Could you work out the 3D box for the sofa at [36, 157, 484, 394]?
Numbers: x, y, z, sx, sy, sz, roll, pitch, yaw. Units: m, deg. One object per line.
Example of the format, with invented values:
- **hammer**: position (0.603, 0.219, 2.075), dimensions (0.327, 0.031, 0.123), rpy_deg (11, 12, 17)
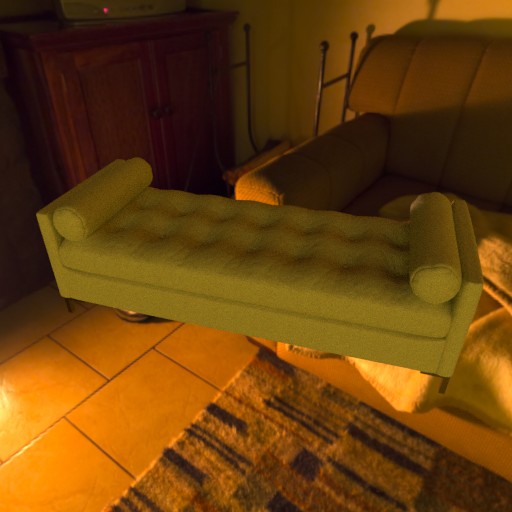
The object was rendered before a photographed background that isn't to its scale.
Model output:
- **sofa**: position (0.000, 0.000, 2.426), dimensions (2.102, 0.705, 0.796), rpy_deg (9, 35, 14)
